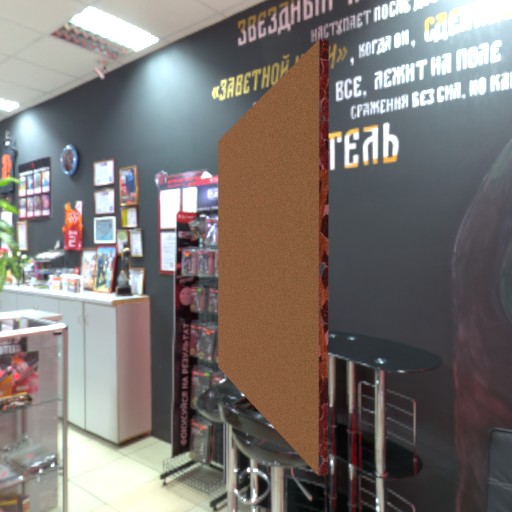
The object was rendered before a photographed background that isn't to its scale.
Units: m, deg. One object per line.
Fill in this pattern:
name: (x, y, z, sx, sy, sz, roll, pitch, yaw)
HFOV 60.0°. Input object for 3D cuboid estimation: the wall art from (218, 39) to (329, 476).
wall art: (0.000, 0.000, 0.605, 0.010, 0.406, 0.404, 0, 1, -18)
